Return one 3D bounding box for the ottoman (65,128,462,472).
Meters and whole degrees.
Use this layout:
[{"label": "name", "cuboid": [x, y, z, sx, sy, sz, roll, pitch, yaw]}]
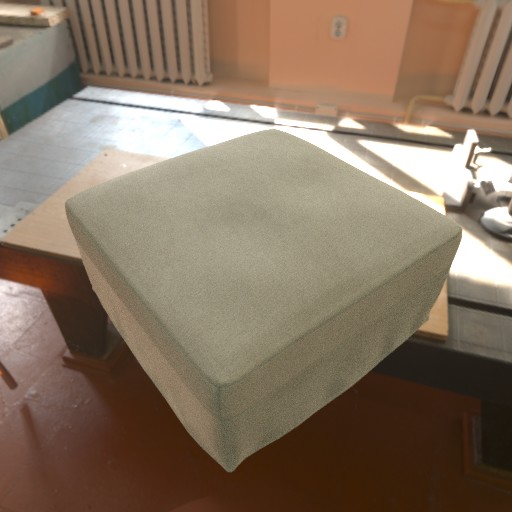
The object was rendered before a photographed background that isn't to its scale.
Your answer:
[{"label": "ottoman", "cuboid": [0.000, 0.000, 1.356, 0.843, 0.441, 0.842, -27, 47, -28]}]
